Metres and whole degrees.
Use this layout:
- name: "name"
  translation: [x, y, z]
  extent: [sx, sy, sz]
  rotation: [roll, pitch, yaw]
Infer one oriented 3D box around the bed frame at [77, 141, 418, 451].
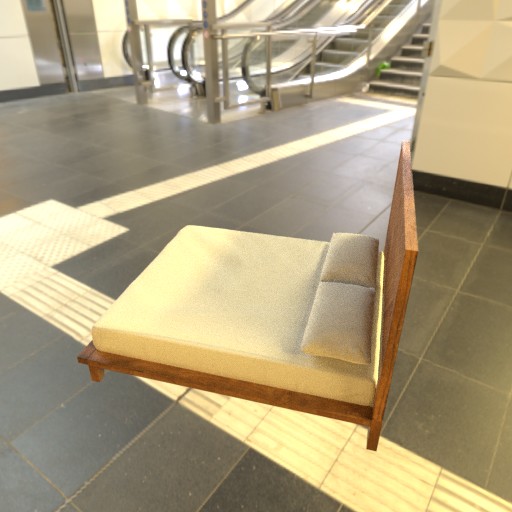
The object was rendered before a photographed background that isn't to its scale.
- name: "bed frame"
  translation: [0.000, 0.000, 3.684]
  extent: [2.235, 1.537, 2.038]
  rotation: [8, 31, 13]
